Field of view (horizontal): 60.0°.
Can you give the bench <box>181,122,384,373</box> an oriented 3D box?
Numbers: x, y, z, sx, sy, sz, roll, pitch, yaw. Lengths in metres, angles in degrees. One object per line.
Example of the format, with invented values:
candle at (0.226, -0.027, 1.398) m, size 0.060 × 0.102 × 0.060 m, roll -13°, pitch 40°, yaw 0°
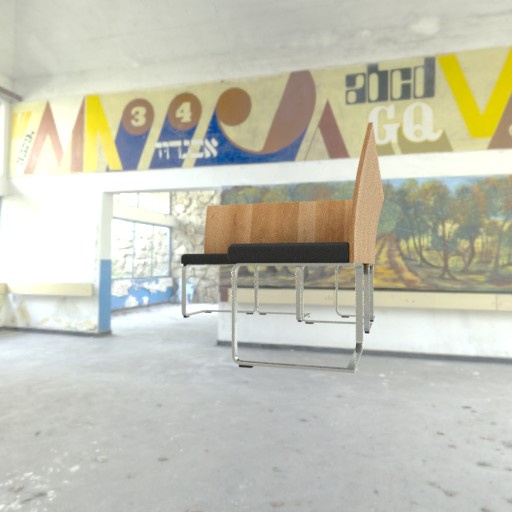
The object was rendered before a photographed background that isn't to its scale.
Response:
bench at (0.000, 0.000, 2.755) m, size 1.495 × 0.930 × 1.945 m, roll 0°, pitch -1°, yaw 17°
